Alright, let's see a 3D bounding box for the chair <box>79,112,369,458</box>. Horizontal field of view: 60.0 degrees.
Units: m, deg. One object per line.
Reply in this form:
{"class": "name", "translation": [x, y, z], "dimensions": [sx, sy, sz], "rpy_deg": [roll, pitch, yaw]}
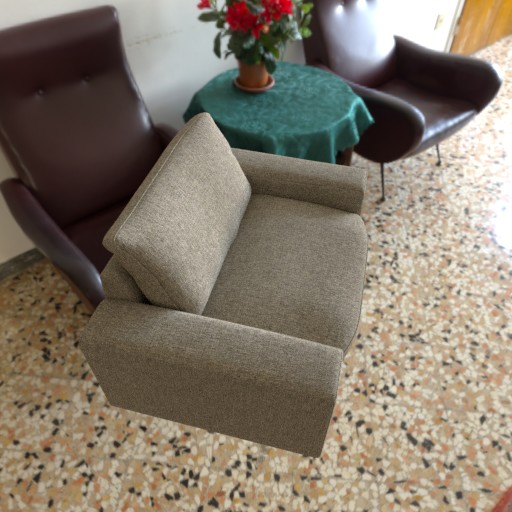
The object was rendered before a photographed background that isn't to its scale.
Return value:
{"class": "chair", "translation": [0.000, 0.000, 2.114], "dimensions": [1.039, 0.915, 1.398], "rpy_deg": [10, 47, 10]}
